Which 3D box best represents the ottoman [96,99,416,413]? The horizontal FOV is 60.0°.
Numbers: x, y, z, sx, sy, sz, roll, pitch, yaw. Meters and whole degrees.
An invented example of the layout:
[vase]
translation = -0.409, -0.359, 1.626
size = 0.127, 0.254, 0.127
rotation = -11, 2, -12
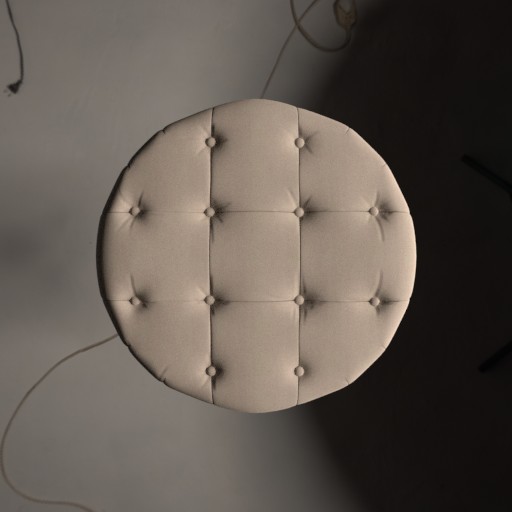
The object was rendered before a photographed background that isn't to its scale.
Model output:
[ottoman]
translation = 0.000, 0.000, 1.397
size = 0.901, 0.439, 0.901
rotation = 0, 90, 1
